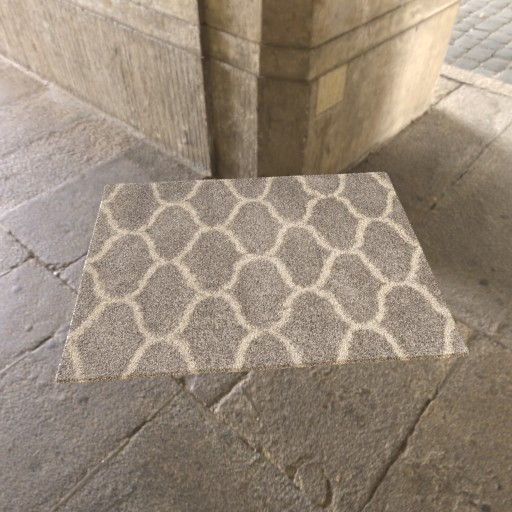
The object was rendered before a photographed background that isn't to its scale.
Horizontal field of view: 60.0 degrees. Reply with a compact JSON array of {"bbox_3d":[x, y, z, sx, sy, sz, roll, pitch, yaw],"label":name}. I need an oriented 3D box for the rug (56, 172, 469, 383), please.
[{"bbox_3d":[0.000,0.000,2.111,1.600,0.025,1.200,-3,47,-3],"label":"rug"}]
